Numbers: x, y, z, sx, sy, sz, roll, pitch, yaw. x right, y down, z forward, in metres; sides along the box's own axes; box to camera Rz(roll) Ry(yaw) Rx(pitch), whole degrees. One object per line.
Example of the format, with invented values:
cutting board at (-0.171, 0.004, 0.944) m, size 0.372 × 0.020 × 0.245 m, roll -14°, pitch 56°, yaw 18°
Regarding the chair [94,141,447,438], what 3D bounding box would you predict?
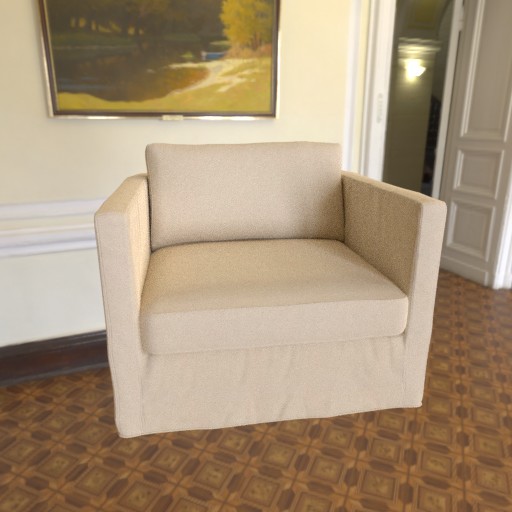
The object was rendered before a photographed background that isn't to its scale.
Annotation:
chair at (0.000, 0.000, 1.754) m, size 1.057 × 0.851 × 0.947 m, roll -3°, pitch 18°, yaw -9°
